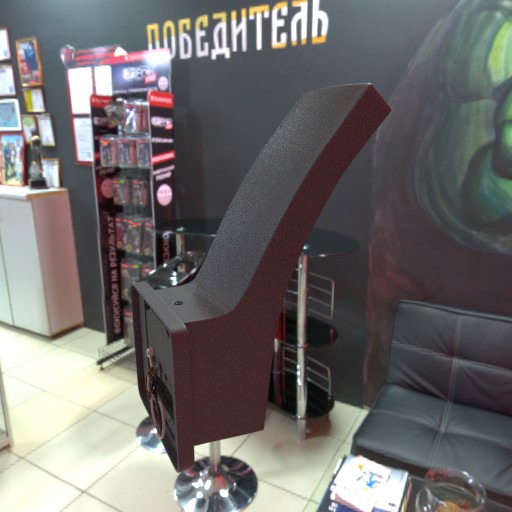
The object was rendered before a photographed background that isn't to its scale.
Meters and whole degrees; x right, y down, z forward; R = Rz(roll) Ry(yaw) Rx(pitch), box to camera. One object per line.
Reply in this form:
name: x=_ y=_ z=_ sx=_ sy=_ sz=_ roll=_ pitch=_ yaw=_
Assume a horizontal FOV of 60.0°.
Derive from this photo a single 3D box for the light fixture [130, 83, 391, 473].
light fixture: x=0.000 y=0.000 z=0.329 sx=0.174 sy=0.243 sz=0.108 roll=-8 pitch=17 yaw=-27
